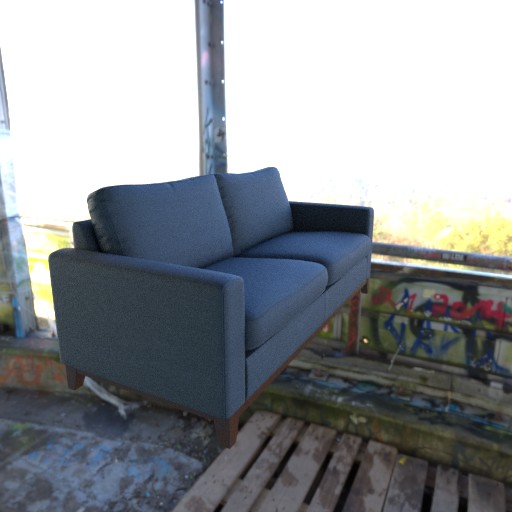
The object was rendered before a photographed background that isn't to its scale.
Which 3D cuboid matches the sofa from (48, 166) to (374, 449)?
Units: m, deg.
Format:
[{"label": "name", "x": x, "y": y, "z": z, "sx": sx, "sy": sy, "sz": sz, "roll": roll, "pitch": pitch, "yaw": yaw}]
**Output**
[{"label": "sofa", "x": 0.000, "y": 0.000, "z": 2.412, "sx": 0.877, "sy": 0.865, "sz": 1.900, "roll": 8, "pitch": 17, "yaw": 27}]
